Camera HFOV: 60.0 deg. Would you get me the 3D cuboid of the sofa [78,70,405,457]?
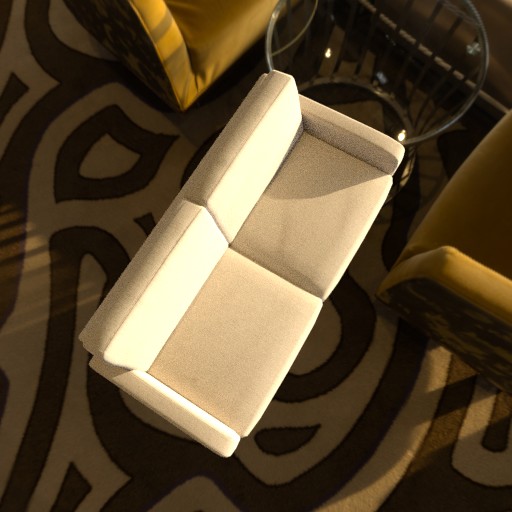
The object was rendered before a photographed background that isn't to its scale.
[{"bbox_3d":[0.000,0.000,2.351,0.894,0.831,1.808,31,77,8],"label":"sofa"}]
